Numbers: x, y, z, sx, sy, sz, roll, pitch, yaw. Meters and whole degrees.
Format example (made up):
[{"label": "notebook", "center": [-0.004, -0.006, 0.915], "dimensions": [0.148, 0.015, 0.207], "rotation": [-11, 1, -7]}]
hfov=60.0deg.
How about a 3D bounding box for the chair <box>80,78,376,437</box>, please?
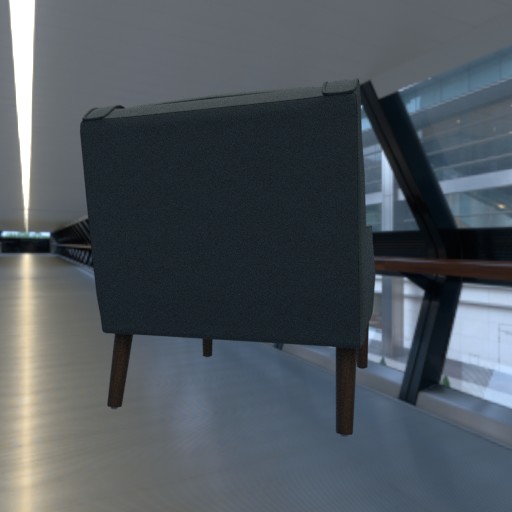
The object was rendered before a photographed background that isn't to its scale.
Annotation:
[{"label": "chair", "center": [0.000, 0.000, 1.305], "dimensions": [0.663, 0.780, 0.733], "rotation": [0, 0, 17]}]
